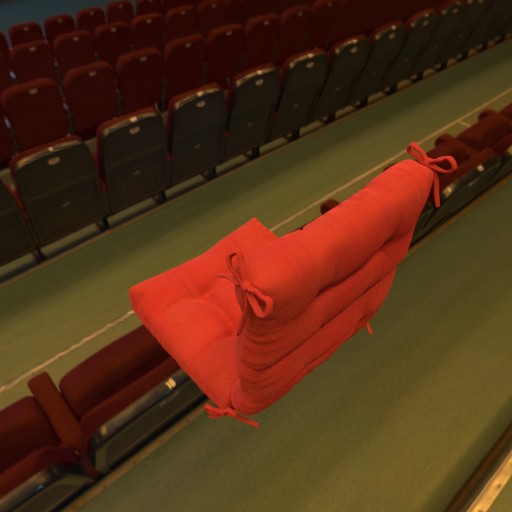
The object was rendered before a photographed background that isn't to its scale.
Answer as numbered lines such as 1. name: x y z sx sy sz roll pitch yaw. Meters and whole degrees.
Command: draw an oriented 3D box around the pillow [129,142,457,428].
1. pillow: 0.000 0.000 1.037 0.519 0.605 0.571 -32 54 -27
